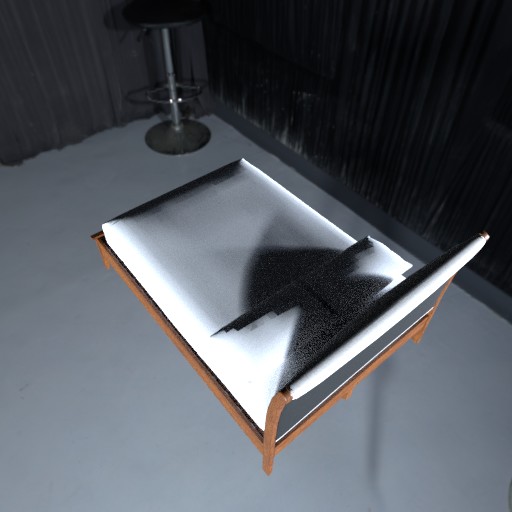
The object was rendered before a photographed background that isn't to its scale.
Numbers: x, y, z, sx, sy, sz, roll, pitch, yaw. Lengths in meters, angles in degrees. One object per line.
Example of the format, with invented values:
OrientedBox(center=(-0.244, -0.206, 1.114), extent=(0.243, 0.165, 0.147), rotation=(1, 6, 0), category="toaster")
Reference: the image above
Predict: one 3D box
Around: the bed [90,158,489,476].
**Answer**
OrientedBox(center=(0.000, 0.000, 3.252), extent=(1.612, 1.250, 2.380), rotation=(-31, 54, -25), category="bed")
